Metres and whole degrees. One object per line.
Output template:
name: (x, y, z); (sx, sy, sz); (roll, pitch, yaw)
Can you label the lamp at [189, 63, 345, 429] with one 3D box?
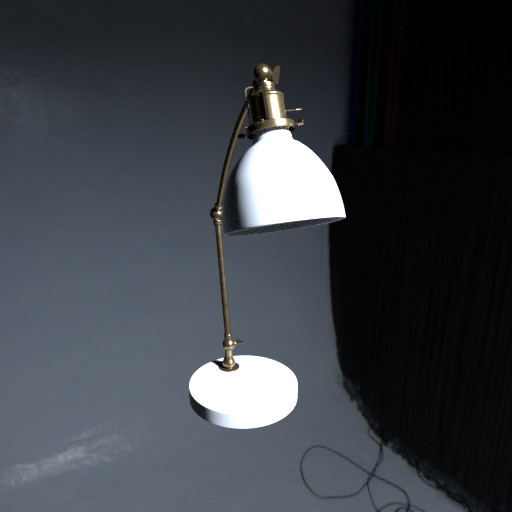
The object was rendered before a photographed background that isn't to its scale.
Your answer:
lamp: (0.000, 0.000, 0.658); (0.186, 0.522, 0.317); (-8, 17, -26)
